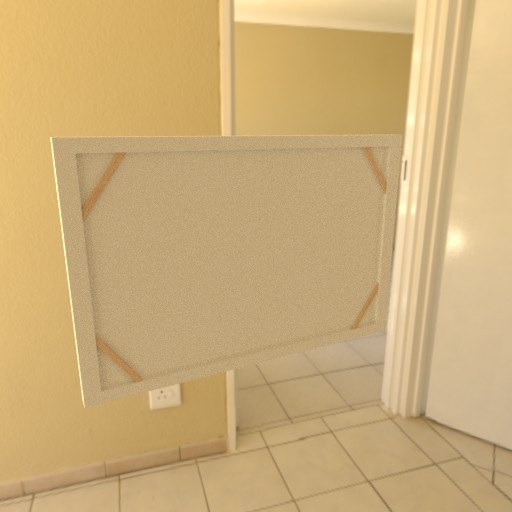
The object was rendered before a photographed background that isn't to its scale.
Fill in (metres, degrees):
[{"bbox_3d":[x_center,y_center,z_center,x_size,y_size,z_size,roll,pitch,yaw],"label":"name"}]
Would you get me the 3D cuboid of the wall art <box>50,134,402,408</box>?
[{"bbox_3d":[0.000,0.000,1.163,0.914,0.609,0.038,-8,18,-26],"label":"wall art"}]
